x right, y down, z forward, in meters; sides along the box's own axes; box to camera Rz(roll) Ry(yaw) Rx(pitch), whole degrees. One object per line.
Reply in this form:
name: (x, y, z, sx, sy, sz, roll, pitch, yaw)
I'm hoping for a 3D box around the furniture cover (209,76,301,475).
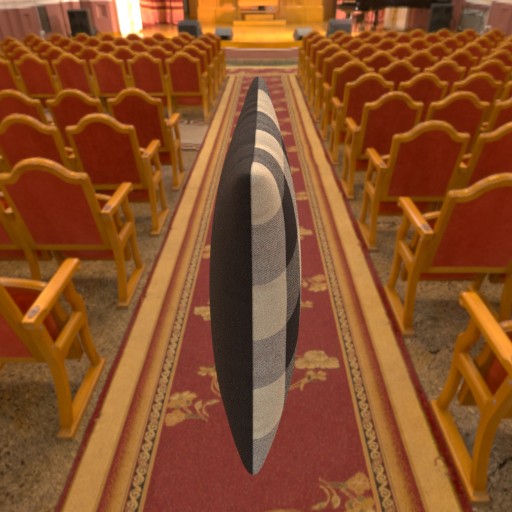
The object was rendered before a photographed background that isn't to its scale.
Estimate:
furniture cover: (0.000, 0.000, 0.783, 0.161, 0.509, 0.511, 1, 32, 1)
